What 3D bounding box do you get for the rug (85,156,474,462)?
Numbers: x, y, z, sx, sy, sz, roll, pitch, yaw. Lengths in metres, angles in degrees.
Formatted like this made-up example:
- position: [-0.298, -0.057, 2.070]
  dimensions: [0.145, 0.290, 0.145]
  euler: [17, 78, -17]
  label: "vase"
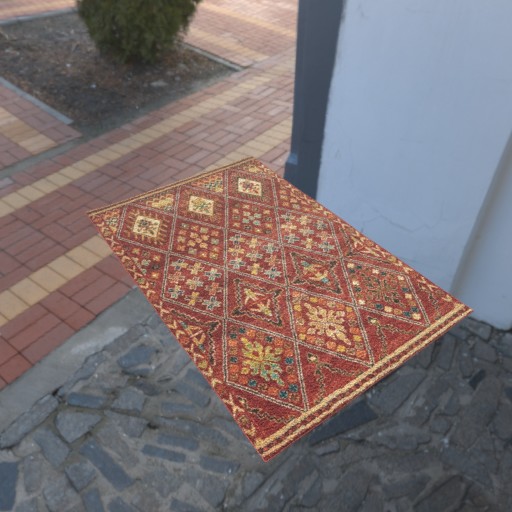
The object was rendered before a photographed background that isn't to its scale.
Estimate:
- position: [0.000, 0.000, 2.962]
  dimensions: [1.521, 0.026, 2.286]
  euler: [-25, 47, -26]
  label: "rug"
